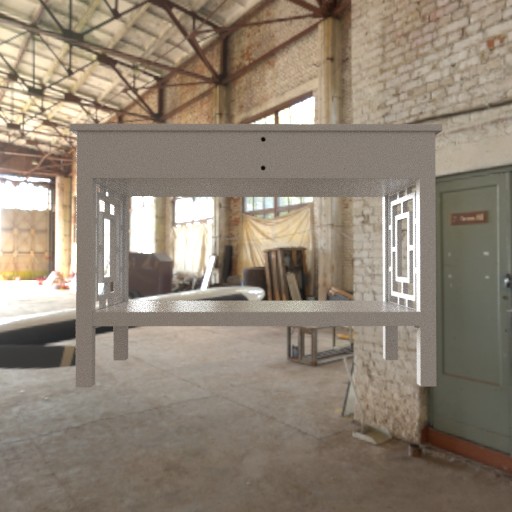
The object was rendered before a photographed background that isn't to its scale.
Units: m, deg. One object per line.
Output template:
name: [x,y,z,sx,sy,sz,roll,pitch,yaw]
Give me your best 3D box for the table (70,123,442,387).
table: [0.000,0.000,1.463,1.068,0.753,0.397,0,-1,0]
